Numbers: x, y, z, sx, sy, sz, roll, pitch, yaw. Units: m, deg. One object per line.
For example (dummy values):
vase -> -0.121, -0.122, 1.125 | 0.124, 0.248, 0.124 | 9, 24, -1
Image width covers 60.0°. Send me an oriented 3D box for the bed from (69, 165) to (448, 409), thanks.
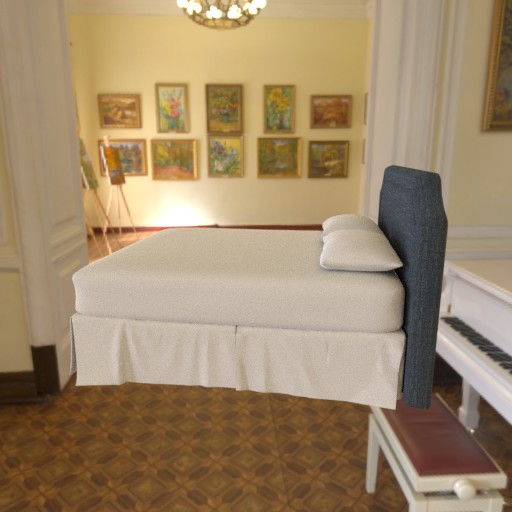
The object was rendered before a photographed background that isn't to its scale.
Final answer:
bed -> 0.000, 0.000, 3.297 | 2.208, 1.297, 1.828 | 2, 13, 9
